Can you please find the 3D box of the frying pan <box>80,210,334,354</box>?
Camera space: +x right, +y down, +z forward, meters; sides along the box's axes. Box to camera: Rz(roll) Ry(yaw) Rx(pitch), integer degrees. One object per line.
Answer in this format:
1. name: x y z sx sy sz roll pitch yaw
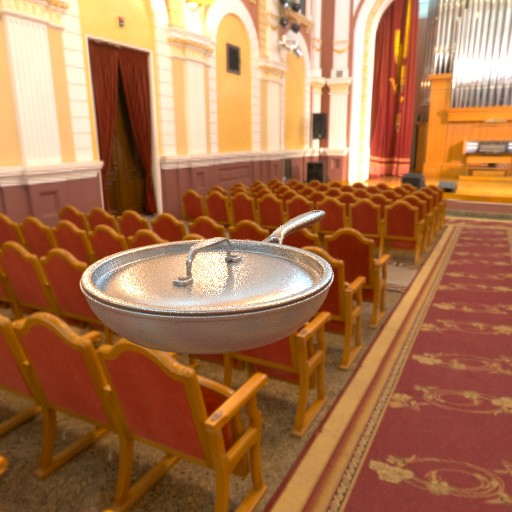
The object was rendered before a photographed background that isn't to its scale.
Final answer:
1. frying pan: 0.000 0.000 0.590 0.272 0.086 0.490 8 17 27
